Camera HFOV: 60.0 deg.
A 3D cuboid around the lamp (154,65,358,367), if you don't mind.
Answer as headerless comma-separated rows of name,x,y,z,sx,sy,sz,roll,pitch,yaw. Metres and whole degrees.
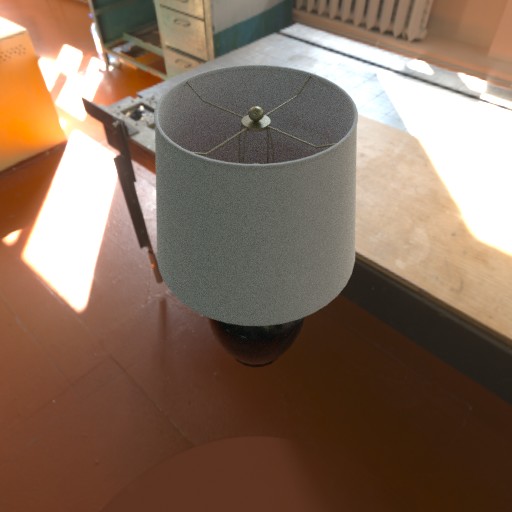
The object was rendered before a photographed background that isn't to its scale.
lamp,0.000,0.000,0.556,0.239,0.399,0.239,0,46,0
